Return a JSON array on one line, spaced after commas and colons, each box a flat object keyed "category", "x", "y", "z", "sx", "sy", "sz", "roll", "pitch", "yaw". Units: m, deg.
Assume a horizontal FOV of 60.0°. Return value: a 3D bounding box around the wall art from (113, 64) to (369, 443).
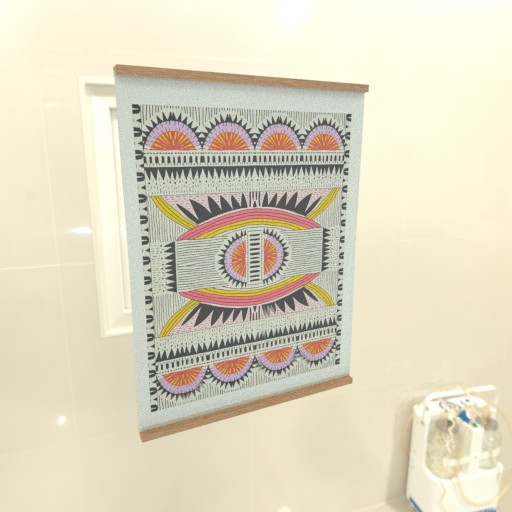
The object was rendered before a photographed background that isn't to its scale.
[{"category": "wall art", "x": 0.000, "y": 0.000, "z": 0.805, "sx": 0.456, "sy": 0.609, "sz": 0.028, "roll": -7, "pitch": 15, "yaw": -26}]
